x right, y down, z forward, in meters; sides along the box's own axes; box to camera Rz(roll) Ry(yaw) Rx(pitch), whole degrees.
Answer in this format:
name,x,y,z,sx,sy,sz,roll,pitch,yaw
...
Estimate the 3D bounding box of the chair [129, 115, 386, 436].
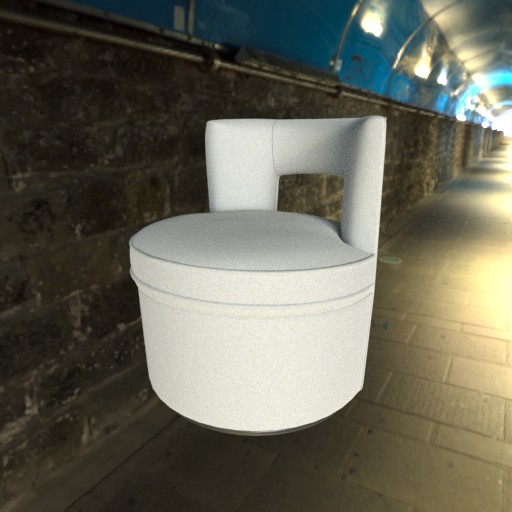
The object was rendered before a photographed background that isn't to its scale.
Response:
name,x,y,z,sx,sy,sz,roll,pitch,yaw
chair,0.000,0.000,1.201,0.650,0.723,0.665,15,22,43
